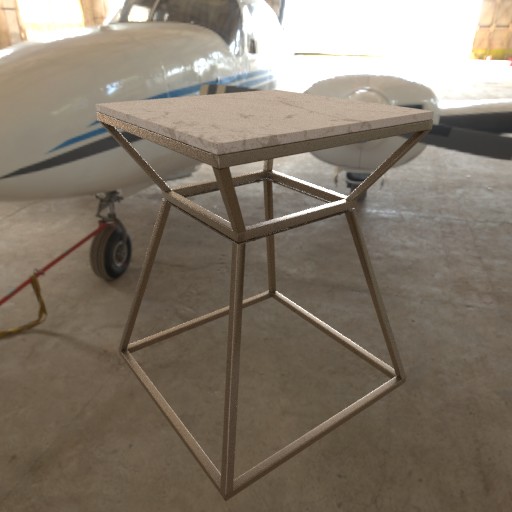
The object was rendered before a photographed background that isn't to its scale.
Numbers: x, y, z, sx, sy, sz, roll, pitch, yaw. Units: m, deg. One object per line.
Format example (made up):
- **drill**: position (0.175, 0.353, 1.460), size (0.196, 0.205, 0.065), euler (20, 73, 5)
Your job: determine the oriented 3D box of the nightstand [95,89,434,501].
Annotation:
- **nightstand**: position (0.000, 0.000, 0.863), size (0.455, 0.554, 0.455), euler (-18, 32, -32)
